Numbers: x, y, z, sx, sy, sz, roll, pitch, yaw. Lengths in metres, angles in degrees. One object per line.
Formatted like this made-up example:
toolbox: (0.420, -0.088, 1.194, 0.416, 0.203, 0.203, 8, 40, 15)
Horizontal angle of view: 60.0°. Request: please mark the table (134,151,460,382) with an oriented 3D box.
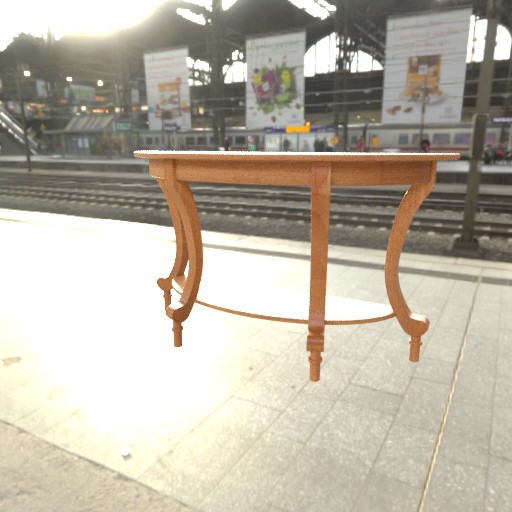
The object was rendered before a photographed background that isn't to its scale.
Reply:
table: (0.000, 0.000, 1.528, 1.198, 0.692, 0.394, 7, 16, 26)
